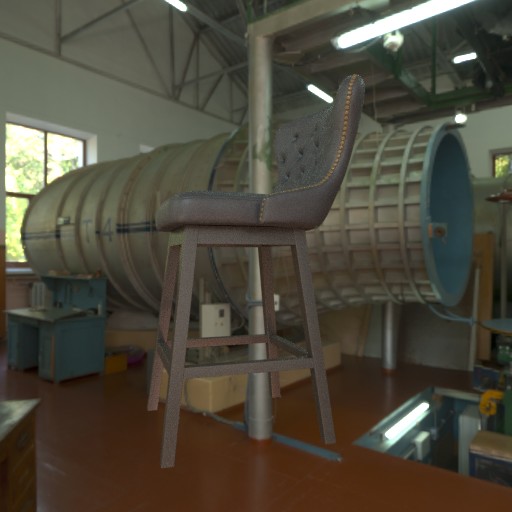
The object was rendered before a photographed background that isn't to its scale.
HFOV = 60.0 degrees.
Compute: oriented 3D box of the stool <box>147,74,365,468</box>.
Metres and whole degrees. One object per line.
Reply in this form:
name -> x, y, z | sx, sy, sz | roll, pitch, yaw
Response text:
stool -> 0.000, 0.000, 1.306 | 0.593, 0.971, 0.528 | 0, 0, -18
